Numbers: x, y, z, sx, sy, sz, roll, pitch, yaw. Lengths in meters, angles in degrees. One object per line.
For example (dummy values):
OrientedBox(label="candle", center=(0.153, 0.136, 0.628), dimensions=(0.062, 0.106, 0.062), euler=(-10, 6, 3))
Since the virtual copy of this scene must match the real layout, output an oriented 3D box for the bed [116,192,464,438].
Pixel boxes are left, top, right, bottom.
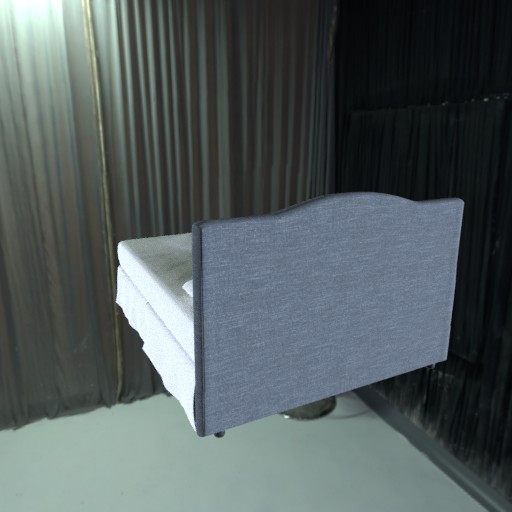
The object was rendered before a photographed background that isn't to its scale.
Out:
OrientedBox(label="bed", center=(0.000, 0.000, 4.077), dimensions=(2.161, 1.457, 2.689), euler=(-8, 17, -26))
